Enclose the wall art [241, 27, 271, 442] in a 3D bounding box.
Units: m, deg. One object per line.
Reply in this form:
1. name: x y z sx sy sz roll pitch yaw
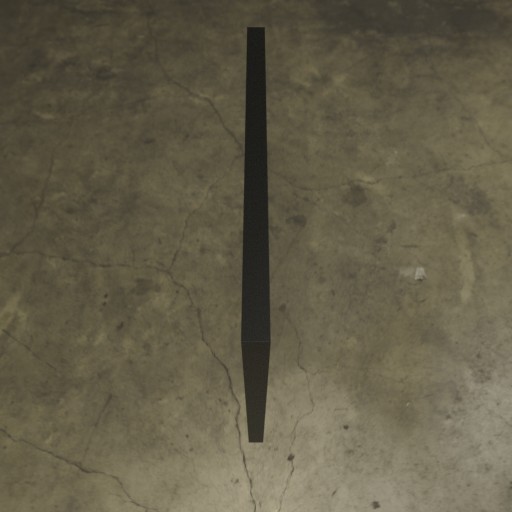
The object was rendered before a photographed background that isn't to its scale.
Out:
1. wall art: 0.000 0.000 1.143 0.042 0.766 0.769 0 58 0
